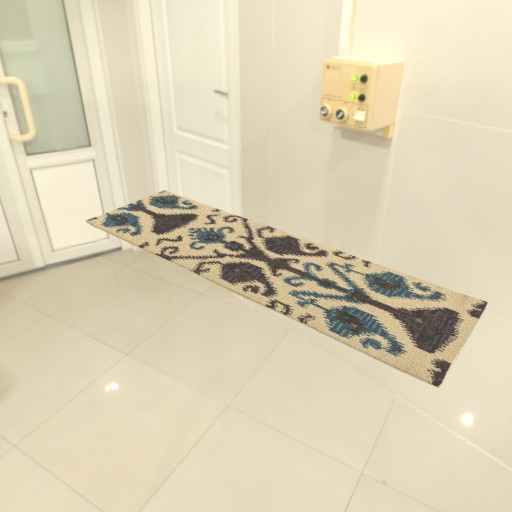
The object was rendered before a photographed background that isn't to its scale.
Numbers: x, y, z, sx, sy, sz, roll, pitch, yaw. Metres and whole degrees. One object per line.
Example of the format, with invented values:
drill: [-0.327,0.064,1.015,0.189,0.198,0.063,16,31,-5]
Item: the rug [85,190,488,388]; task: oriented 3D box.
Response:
rug: [0.000,0.000,2.507,2.301,0.017,0.692,22,37,32]
